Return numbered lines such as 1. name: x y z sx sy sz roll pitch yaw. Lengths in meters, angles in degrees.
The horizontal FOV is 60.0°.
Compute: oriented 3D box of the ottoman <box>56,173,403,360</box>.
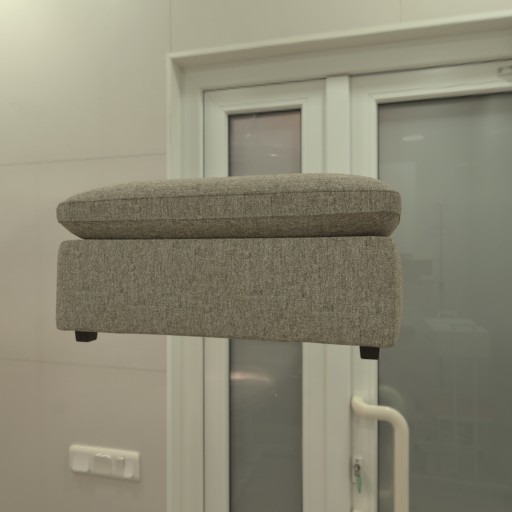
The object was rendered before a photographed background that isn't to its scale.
1. ottoman: 0.000 0.000 1.676 1.035 0.526 1.039 0 0 16
